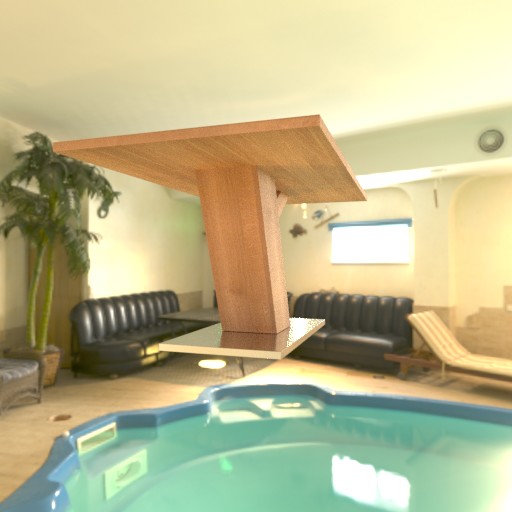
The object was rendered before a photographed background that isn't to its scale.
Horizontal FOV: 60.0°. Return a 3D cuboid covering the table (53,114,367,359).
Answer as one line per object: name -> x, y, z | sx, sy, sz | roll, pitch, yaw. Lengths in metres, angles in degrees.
table -> 0.000, 0.000, 2.098 | 0.900, 0.750, 1.600 | 0, -1, 19
